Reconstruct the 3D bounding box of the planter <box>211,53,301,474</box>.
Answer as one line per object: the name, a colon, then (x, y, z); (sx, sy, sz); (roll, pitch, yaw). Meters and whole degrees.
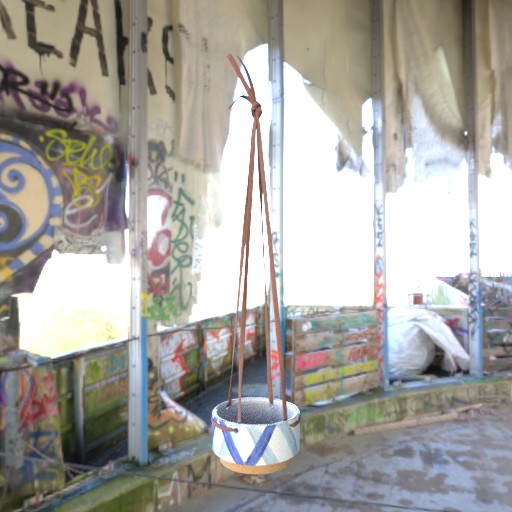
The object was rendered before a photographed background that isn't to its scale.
planter: (0.000, 0.000, 0.834); (0.166, 0.751, 0.166); (0, -1, 19)
